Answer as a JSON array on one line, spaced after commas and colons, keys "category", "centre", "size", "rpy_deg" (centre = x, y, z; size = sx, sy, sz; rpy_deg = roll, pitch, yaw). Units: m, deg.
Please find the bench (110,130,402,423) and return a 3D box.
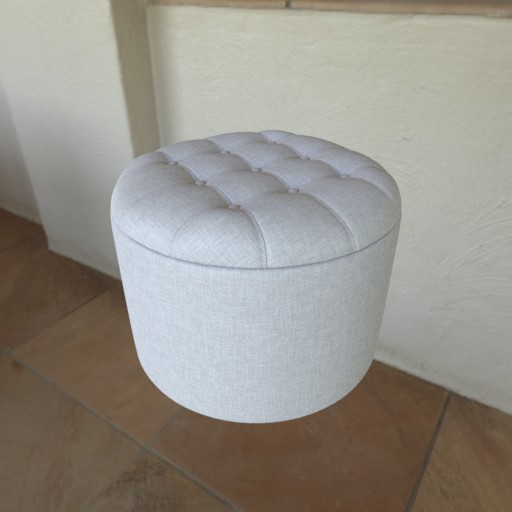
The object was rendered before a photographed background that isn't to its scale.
[{"category": "bench", "centre": [0.000, 0.000, 1.022], "size": [0.600, 0.453, 0.600], "rpy_deg": [0, 32, 0]}]
